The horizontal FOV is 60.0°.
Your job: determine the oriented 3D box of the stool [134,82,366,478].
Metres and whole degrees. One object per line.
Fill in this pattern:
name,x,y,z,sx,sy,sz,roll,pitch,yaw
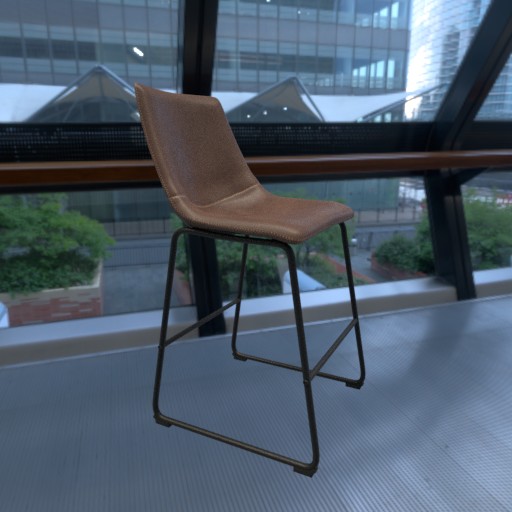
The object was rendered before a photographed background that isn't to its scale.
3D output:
stool,0.000,0.000,1.225,0.550,0.890,0.460,7,15,26
